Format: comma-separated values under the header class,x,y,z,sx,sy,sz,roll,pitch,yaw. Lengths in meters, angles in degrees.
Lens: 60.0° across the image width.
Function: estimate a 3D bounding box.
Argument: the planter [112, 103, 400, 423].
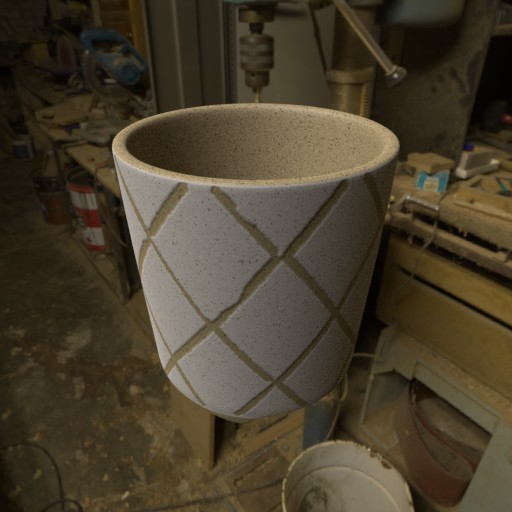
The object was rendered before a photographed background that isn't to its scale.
class,x,y,z,sx,sy,sz,roll,pitch,yaw
planter,0.000,0.000,0.422,0.228,0.235,0.228,0,31,0
